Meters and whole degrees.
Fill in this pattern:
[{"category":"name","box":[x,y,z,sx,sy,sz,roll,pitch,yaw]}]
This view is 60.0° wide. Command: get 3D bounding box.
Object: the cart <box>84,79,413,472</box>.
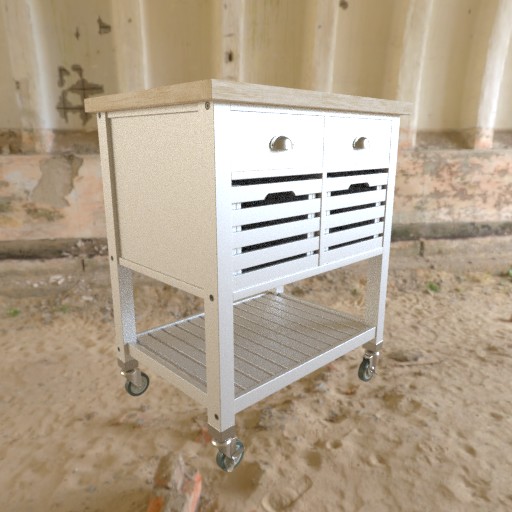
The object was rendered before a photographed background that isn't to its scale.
[{"category":"cart","box":[0.000,0.000,1.380,0.762,0.914,0.559,-13,20,-42]}]
